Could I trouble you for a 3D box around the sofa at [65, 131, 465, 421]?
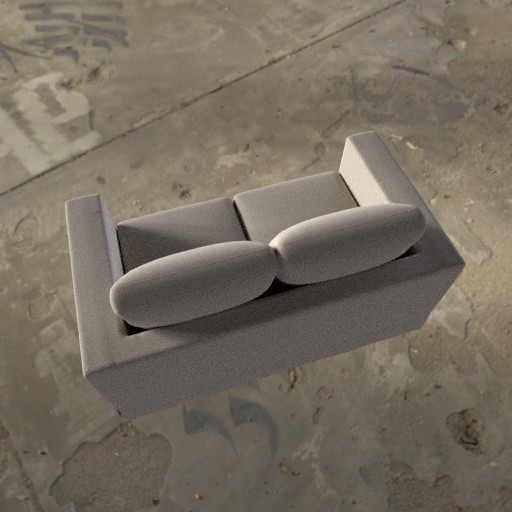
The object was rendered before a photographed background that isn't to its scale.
[{"bbox_3d":[0.000,0.000,2.379,1.813,0.932,1.009,-15,58,-10],"label":"sofa"}]
